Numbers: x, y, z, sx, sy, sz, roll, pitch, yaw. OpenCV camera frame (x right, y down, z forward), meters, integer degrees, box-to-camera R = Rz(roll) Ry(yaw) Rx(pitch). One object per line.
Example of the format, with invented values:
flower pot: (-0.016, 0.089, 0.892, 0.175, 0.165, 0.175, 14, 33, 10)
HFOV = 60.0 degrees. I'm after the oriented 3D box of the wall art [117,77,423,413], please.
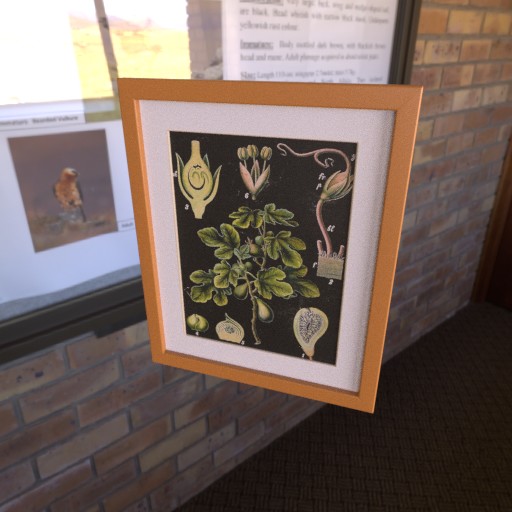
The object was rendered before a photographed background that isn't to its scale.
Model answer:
wall art: (0.000, 0.000, 0.515, 0.310, 0.379, 0.015, 8, 27, 17)
